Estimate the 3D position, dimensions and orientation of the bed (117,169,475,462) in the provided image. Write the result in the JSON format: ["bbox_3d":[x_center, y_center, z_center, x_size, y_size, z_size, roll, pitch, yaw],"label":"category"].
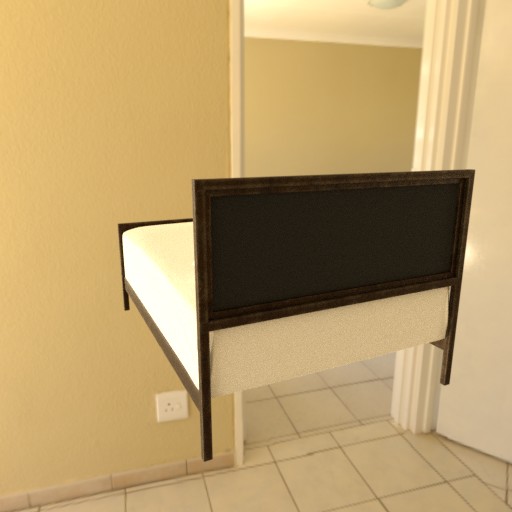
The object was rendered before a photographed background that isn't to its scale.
[{"bbox_3d":[0.000,0.000,3.227,1.607,1.313,2.221,-7,16,-25],"label":"bed"}]
